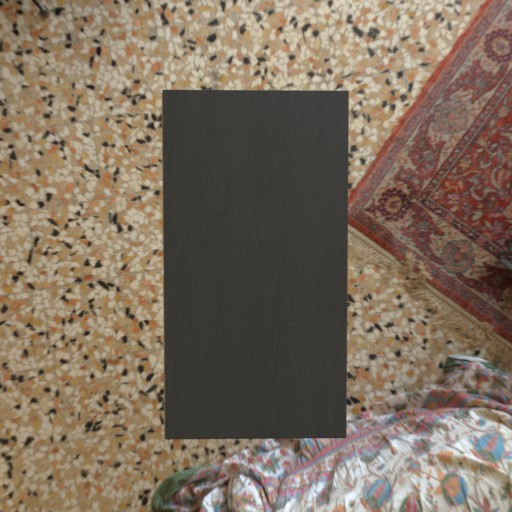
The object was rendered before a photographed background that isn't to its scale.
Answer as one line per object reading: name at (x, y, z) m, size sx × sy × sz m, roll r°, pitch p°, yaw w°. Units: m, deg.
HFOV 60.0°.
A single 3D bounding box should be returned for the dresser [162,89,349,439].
dresser at (0.000, 0.000, 1.519) m, size 0.399 × 1.255 × 0.704 m, roll 0°, pitch 92°, yaw -1°
